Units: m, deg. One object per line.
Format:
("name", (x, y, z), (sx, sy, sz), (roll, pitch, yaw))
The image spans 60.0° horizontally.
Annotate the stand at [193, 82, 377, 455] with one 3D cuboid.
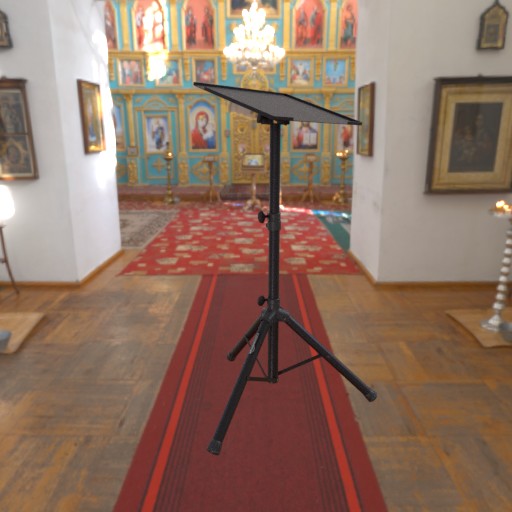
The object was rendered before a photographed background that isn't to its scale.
("stand", (0.000, 0.000, 1.640), (0.702, 1.198, 0.702), (-13, 19, -43))
